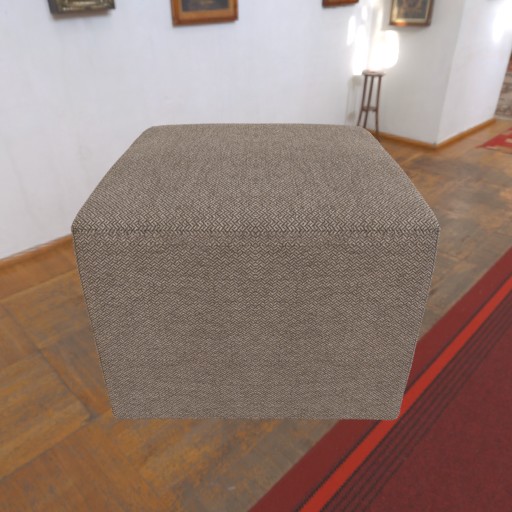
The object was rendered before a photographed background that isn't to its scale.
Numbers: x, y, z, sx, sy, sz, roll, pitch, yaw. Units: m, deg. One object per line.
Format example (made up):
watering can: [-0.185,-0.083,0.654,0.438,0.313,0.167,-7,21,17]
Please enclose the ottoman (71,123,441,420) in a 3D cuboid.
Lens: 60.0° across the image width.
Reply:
ottoman: [0.000,0.000,0.903,0.519,0.453,0.512,0,31,0]
